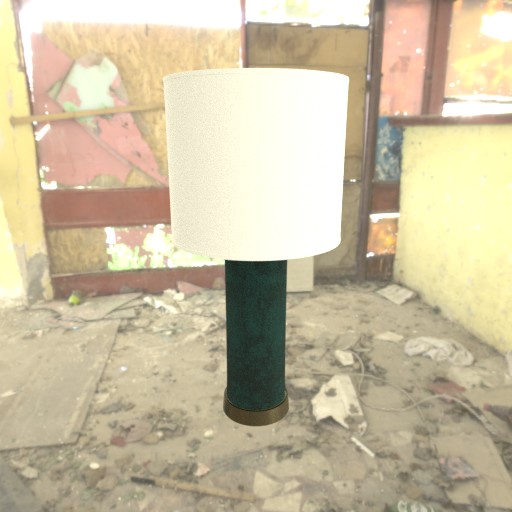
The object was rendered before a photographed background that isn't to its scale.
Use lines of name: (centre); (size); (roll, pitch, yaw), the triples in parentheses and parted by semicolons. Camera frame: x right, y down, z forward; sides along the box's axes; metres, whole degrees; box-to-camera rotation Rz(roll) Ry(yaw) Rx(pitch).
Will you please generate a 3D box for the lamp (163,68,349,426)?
lamp: (0.000, 0.000, 0.813); (0.301, 0.630, 0.301); (3, 16, 10)
